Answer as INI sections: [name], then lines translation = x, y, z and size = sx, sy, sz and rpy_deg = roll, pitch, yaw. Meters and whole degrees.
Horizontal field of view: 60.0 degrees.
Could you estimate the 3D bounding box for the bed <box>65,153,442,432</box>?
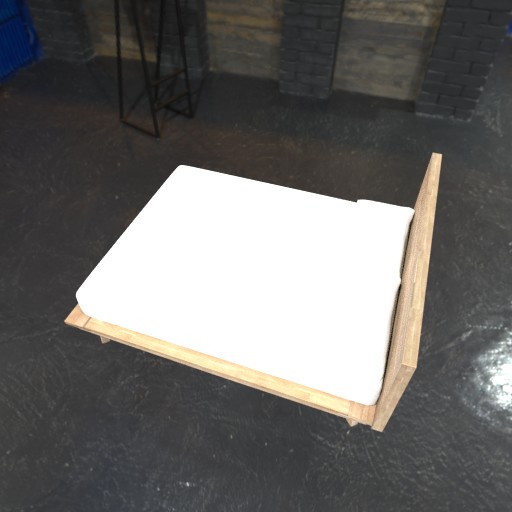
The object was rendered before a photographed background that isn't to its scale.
[bed]
translation = 0.000, 0.000, 3.159
size = 2.145, 1.071, 1.759
rpy_deg = 15, 48, 13
